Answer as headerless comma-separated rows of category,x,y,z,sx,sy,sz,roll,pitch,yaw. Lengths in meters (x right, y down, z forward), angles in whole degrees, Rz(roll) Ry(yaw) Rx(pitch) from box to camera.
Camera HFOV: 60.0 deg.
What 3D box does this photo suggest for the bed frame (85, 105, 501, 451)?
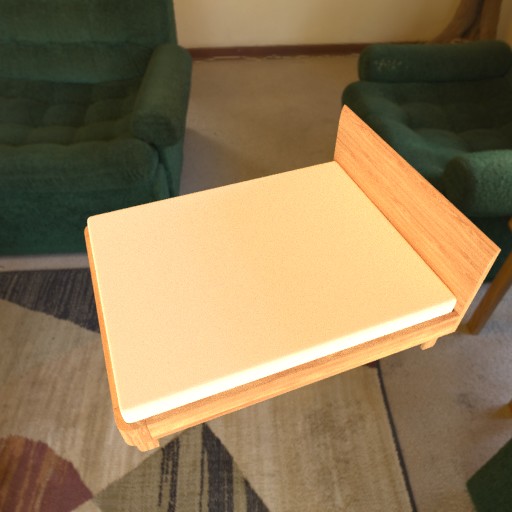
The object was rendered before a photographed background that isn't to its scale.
bed frame,0.000,0.000,2.916,2.092,0.940,1.660,-15,48,-14
